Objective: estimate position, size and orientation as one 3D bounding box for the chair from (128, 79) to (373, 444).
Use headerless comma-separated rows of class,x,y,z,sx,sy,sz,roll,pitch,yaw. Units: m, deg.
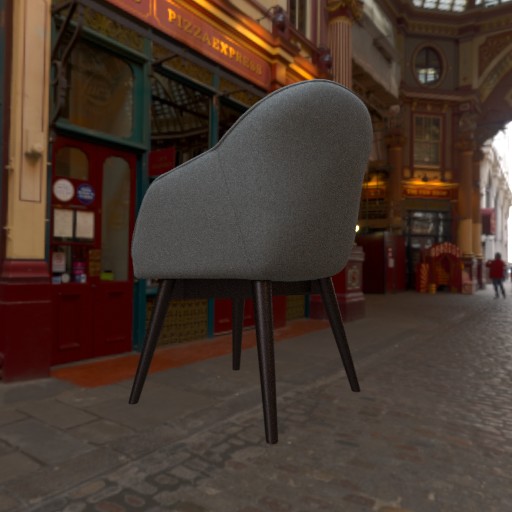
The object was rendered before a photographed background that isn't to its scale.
chair,0.000,0.000,1.269,0.611,0.810,0.589,-1,-1,35
